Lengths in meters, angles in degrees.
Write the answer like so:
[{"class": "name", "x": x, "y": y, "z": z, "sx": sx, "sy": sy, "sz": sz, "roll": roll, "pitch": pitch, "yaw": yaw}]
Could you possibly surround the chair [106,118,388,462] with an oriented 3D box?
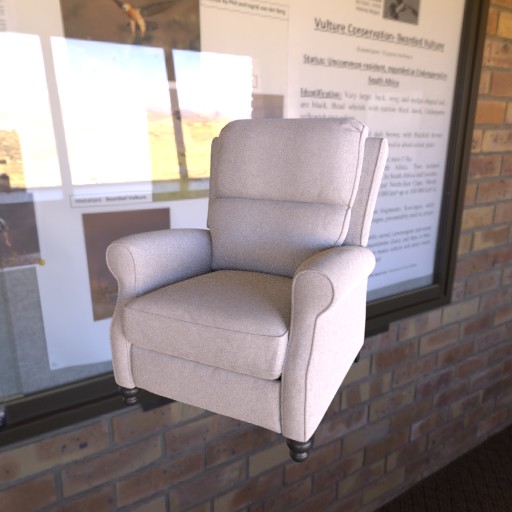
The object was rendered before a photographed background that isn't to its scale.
[{"class": "chair", "x": 0.000, "y": 0.000, "z": 1.734, "sx": 0.859, "sy": 1.046, "sz": 0.919, "roll": 7, "pitch": 17, "yaw": 25}]
